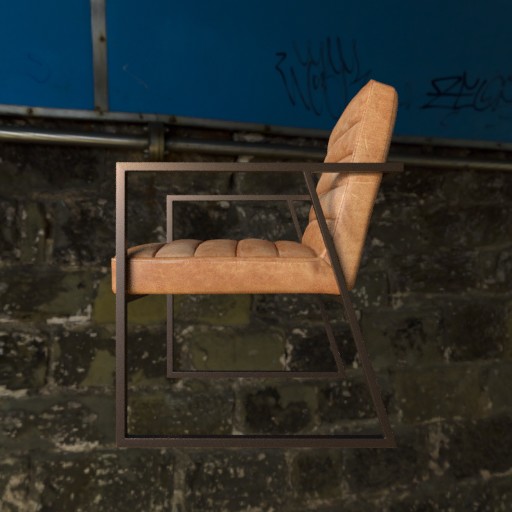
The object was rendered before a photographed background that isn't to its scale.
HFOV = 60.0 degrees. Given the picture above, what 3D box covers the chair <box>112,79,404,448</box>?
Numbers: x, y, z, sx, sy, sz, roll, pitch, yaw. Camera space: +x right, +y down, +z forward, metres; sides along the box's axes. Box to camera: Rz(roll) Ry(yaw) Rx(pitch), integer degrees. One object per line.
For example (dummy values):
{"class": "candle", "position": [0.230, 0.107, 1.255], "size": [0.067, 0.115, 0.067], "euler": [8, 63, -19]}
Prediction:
{"class": "chair", "position": [0.000, 0.000, 1.247], "size": [0.677, 0.832, 0.571], "euler": [0, 0, 0]}
